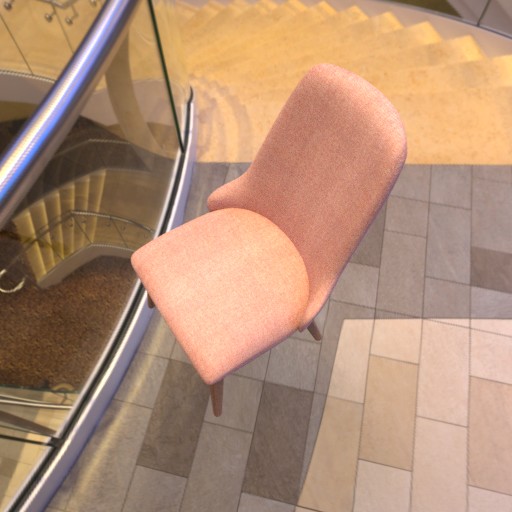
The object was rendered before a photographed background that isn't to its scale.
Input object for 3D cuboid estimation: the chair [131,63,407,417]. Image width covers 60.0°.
[{"bbox_3d":[0.000,0.000,1.348,0.707,0.918,0.535,-31,67,-14],"label":"chair"}]
